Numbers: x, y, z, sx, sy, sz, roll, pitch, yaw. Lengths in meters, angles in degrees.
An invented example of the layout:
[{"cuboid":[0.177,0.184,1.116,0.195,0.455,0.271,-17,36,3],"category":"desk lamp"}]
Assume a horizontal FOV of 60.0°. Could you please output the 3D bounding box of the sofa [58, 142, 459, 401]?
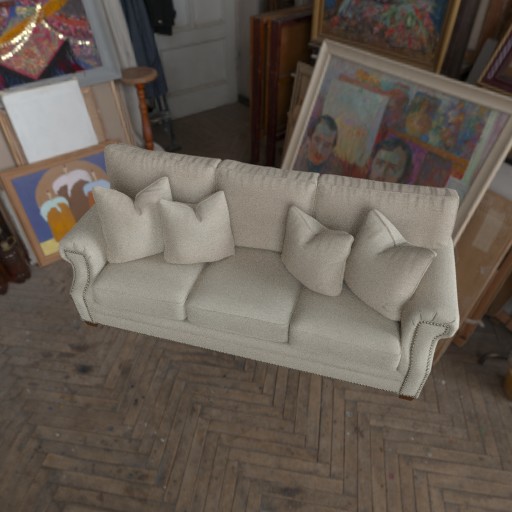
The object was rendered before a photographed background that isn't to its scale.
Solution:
[{"cuboid":[0.000,0.000,2.759,2.312,0.975,0.965,10,42,12],"category":"sofa"}]
